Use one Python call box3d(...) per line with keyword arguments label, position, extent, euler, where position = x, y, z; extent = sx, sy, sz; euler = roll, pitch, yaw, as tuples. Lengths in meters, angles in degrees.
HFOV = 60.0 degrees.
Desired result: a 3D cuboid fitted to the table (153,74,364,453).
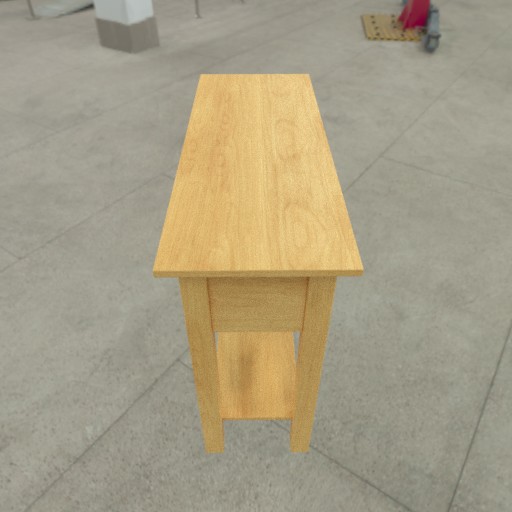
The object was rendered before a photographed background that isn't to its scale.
box3d(label="table", position=(0.000, 0.000, 1.288), extent=(0.340, 0.728, 0.900), euler=(0, 41, 0))
